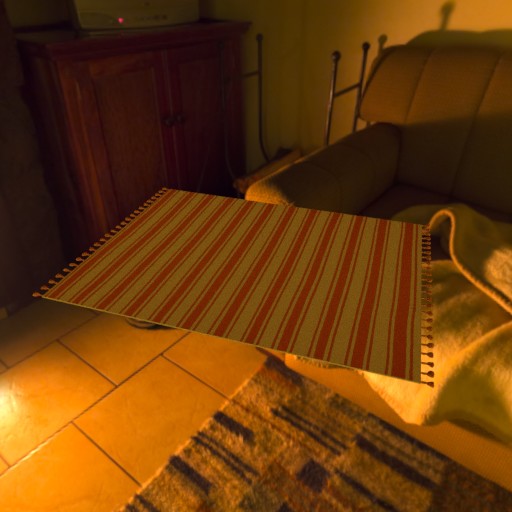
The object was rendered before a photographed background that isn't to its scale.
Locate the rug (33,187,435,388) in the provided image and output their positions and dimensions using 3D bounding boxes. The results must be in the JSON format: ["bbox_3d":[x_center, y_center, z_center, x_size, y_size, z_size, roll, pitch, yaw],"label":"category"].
[{"bbox_3d":[0.000,0.000,4.458,3.369,0.035,2.451,10,34,15],"label":"rug"}]
